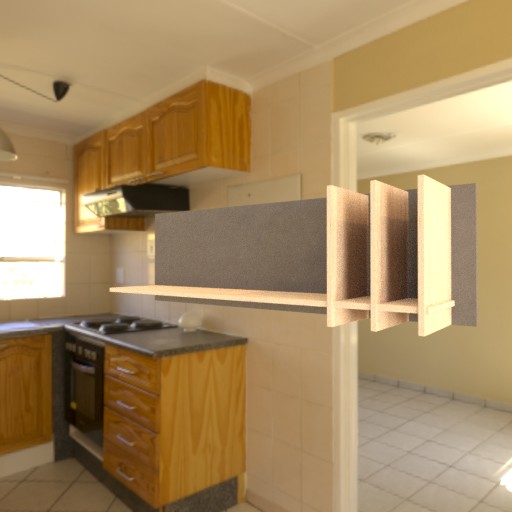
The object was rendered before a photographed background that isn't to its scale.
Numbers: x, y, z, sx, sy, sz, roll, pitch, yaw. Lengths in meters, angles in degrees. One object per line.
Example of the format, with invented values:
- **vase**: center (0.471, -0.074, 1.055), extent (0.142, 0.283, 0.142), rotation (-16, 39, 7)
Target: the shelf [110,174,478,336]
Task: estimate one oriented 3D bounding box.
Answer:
- **shelf**: center (0.000, 0.000, 1.163), extent (1.020, 0.300, 0.200), rotation (0, -1, 37)
